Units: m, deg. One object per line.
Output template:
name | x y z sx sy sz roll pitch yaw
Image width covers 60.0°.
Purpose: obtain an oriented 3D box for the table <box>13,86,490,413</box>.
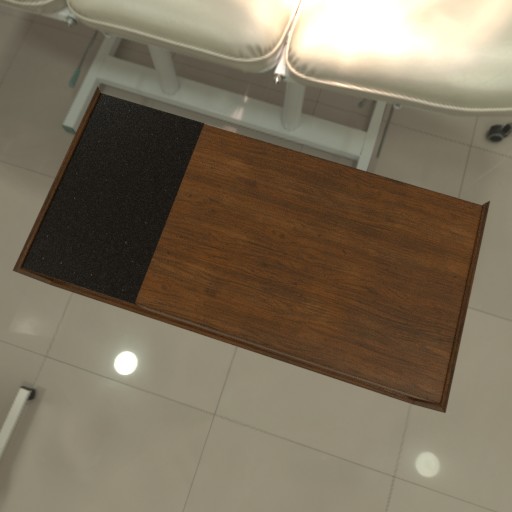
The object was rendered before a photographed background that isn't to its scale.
table | 0.000 0.000 1.499 1.221 0.508 0.610 17 77 4
